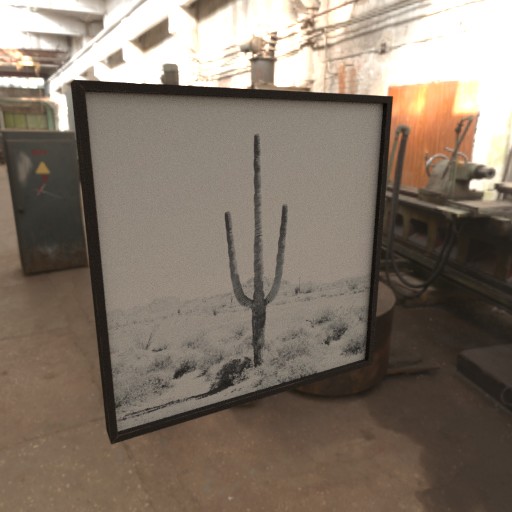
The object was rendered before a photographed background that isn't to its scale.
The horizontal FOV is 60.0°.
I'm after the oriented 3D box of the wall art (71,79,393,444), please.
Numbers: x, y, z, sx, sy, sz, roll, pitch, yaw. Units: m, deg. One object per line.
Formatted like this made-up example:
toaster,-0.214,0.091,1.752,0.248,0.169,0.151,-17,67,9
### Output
wall art,0.000,0.000,0.723,0.508,0.508,0.038,-8,17,-27
